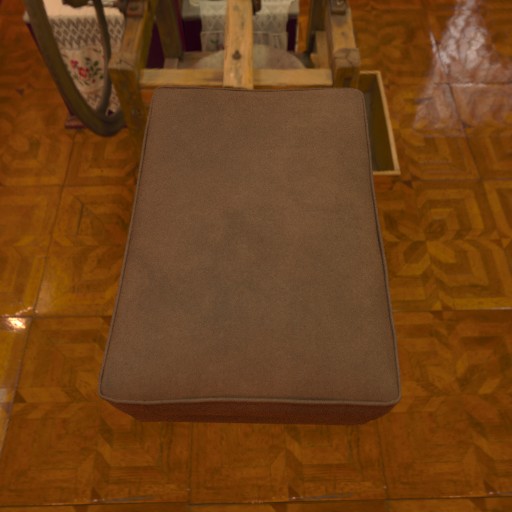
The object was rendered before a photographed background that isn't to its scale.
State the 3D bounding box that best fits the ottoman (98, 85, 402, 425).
[{"bbox_3d":[0.000,0.000,1.191,0.596,0.481,0.860,1,62,0],"label":"ottoman"}]
